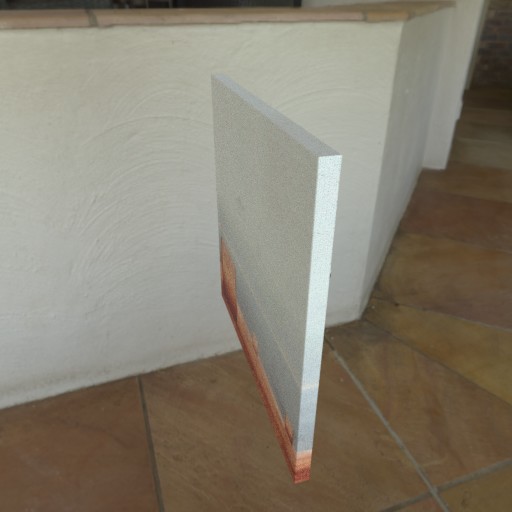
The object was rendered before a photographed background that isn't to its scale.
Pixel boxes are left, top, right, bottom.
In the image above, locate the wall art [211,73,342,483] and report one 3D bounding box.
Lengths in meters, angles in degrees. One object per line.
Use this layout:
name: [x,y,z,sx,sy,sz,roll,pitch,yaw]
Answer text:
wall art: [0.000,0.000,0.601,0.023,0.405,0.405,-9,32,-14]
